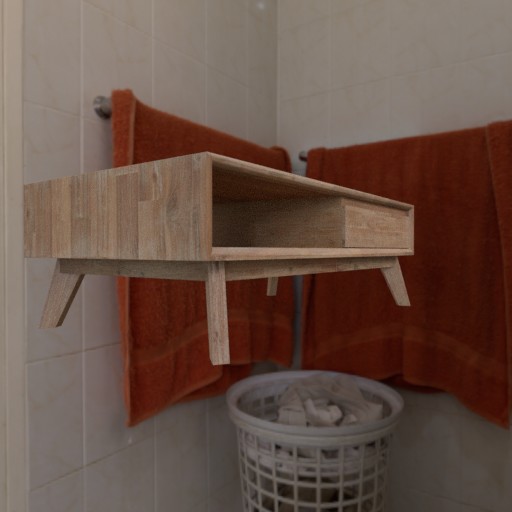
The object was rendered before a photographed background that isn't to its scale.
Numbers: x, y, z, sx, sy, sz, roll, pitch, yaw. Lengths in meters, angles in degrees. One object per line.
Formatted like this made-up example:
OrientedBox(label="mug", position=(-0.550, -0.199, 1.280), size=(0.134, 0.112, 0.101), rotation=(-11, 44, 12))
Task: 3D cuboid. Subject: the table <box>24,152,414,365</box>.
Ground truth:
OrientedBox(label="table", position=(0.000, 0.000, 1.997), size=(0.918, 0.531, 1.619), rotation=(1, 1, 37))
